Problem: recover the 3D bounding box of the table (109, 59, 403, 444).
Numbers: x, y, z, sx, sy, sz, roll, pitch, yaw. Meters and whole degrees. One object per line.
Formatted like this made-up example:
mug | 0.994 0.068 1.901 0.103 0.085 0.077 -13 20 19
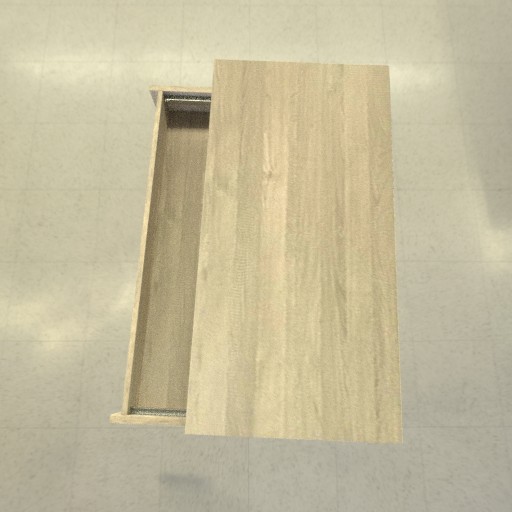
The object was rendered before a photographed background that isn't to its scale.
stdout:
table | 0.000 0.000 1.409 0.712 0.570 1.000 2 75 1
